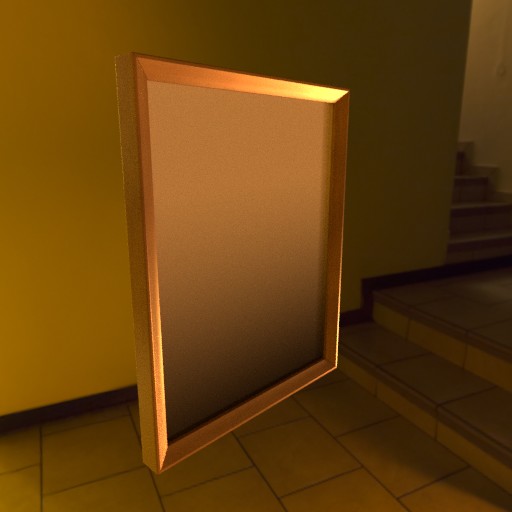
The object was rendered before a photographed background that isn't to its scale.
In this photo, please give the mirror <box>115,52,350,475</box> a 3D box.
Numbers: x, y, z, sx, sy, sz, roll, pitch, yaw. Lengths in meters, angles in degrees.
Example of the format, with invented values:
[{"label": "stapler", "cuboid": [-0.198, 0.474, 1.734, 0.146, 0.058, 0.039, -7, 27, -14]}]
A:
[{"label": "mirror", "cuboid": [0.000, 0.000, 0.669, 0.041, 0.509, 0.406, 13, 19, 43]}]
